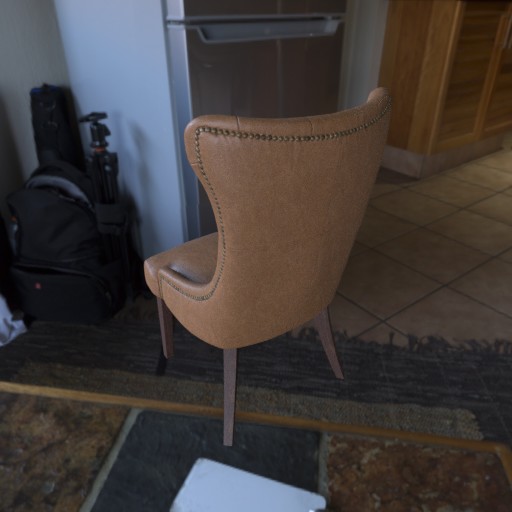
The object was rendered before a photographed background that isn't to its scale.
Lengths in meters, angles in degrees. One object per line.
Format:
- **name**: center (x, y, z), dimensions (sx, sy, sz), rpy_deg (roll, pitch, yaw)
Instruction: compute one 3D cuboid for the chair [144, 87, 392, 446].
- **chair**: center (0.000, 0.000, 1.462), dimensions (0.611, 1.065, 0.669), rpy_deg (-20, 36, -29)
